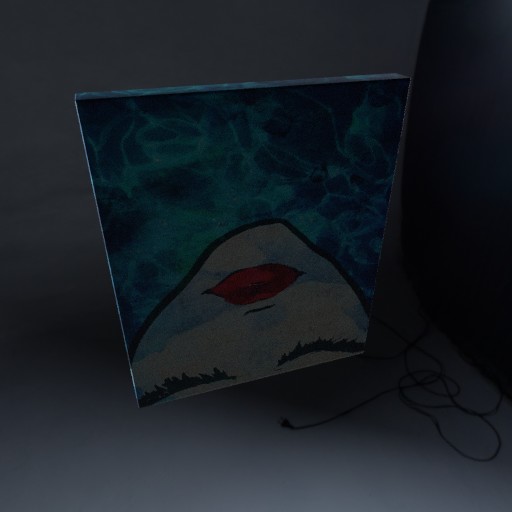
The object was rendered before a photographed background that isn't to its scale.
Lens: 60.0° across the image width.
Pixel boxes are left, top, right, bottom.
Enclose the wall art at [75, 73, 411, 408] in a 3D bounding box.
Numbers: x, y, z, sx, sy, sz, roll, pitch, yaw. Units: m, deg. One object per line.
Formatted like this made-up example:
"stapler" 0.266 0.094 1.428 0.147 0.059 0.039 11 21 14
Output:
"wall art" 0.000 0.000 0.694 0.432 0.508 0.038 -10 33 -15
